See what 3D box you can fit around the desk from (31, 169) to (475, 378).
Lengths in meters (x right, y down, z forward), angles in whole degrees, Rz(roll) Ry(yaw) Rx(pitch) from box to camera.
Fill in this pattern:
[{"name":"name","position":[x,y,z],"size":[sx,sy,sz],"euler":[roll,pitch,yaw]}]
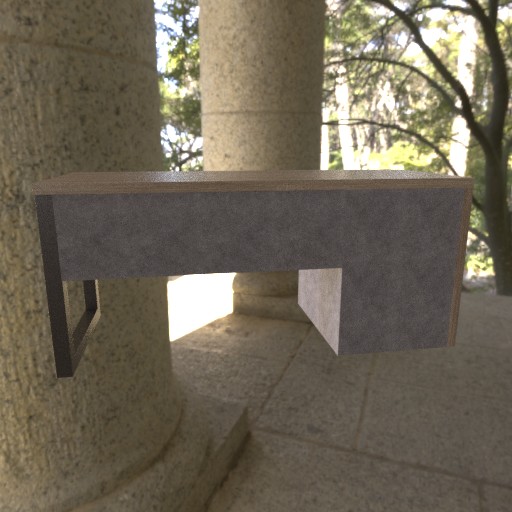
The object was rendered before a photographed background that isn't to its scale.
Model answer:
[{"name":"desk","position":[0.000,0.000,2.098],"size":[1.700,0.760,0.690],"euler":[-2,14,-9]}]
